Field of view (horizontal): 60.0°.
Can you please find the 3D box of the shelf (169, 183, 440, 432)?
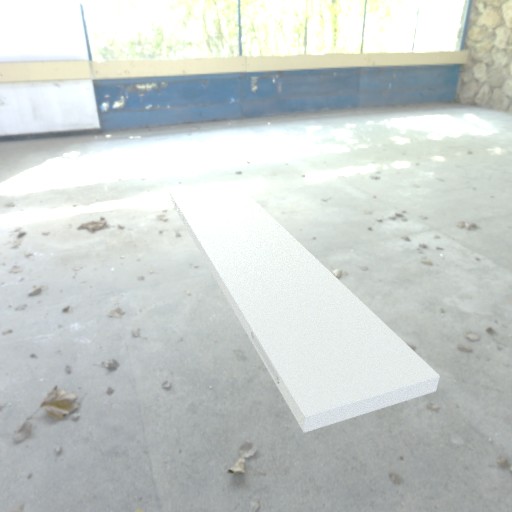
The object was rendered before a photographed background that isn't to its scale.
[{"bbox_3d":[0.000,0.000,0.650,0.140,0.020,0.610,-10,29,-18],"label":"shelf"}]
